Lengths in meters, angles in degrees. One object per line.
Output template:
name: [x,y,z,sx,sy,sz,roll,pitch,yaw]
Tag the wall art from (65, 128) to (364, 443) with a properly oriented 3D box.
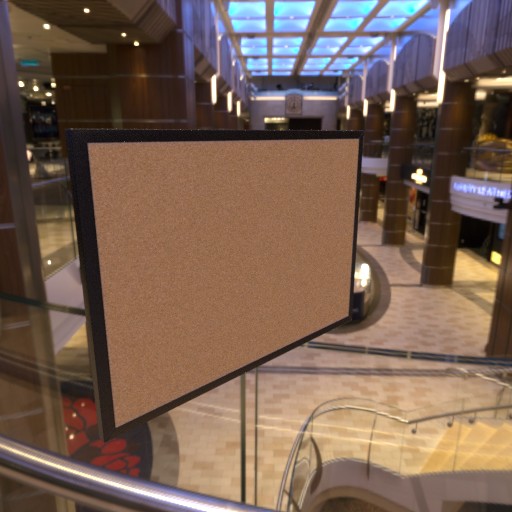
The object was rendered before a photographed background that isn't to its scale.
wall art: [0.000,0.000,0.560,0.440,0.306,0.013,-15,21,-42]
